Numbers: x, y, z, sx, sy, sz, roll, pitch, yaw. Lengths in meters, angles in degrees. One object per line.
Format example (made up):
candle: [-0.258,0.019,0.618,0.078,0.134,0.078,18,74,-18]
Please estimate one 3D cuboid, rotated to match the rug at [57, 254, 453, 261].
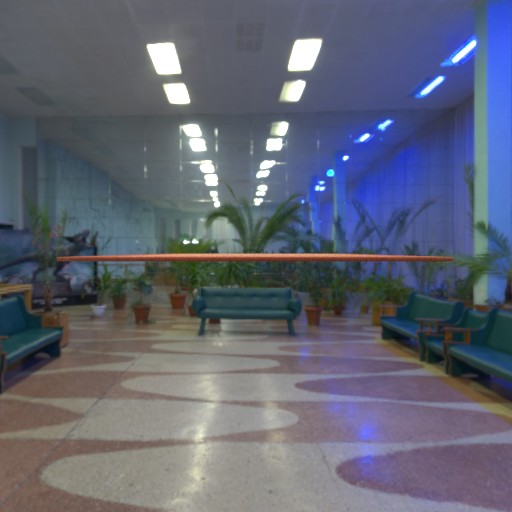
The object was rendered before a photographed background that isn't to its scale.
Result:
rug: [0.000,0.000,2.272,1.219,0.014,1.829,0,1,0]
